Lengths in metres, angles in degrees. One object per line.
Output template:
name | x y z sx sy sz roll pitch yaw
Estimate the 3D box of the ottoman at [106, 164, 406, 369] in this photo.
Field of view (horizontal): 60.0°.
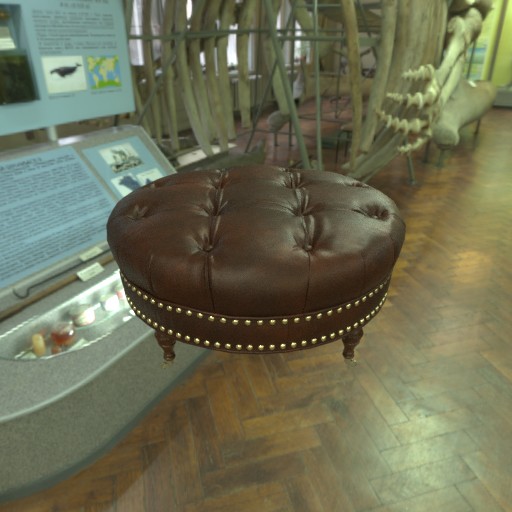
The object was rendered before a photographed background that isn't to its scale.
ottoman | 0.000 0.000 1.444 0.901 0.455 0.901 0 27 0
